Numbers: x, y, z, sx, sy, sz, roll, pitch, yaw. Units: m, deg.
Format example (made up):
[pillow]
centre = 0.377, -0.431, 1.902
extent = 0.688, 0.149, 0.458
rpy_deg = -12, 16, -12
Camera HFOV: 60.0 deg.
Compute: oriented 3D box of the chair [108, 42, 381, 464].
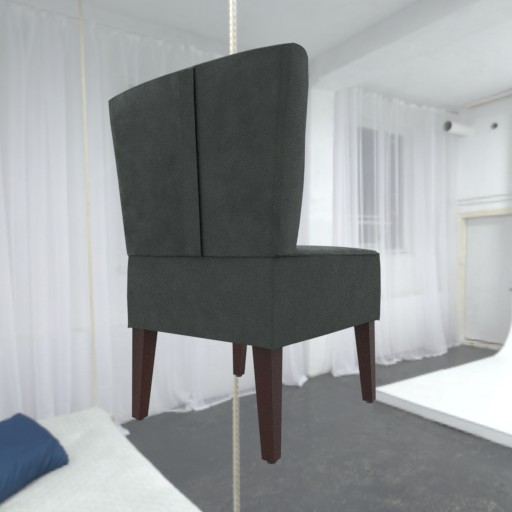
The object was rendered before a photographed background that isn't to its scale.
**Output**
[chair]
centre = 0.000, 0.000, 1.156
extent = 0.521, 0.806, 0.554
rpy_deg = 0, 1, 35
